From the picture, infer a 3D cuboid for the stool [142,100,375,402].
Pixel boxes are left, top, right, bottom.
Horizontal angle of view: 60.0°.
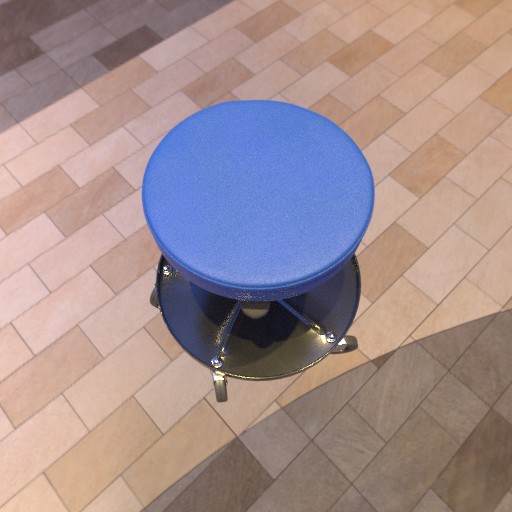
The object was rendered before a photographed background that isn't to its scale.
[{"bbox_3d":[0.000,0.000,0.673,0.381,0.365,0.382,1,63,0],"label":"stool"}]
